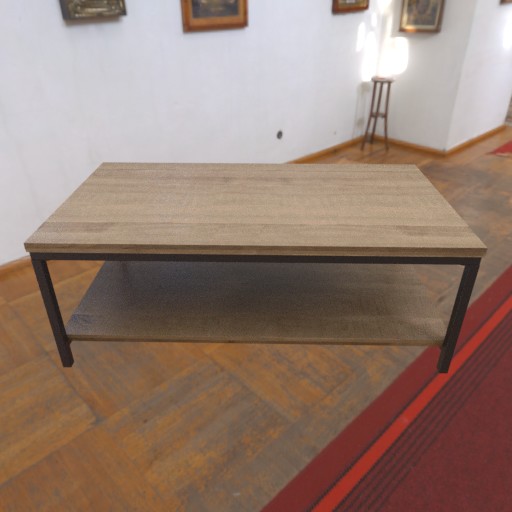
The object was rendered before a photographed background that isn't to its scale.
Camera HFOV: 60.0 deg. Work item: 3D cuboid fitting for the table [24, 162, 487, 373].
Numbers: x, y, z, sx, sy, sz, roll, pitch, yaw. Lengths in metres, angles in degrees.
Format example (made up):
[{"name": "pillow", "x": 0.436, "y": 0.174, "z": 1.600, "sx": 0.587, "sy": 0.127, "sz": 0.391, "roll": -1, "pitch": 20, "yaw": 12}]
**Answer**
[{"name": "table", "x": 0.000, "y": 0.000, "z": 1.359, "sx": 1.062, "sy": 0.393, "sz": 0.574, "roll": 1, "pitch": 30, "yaw": 1}]
